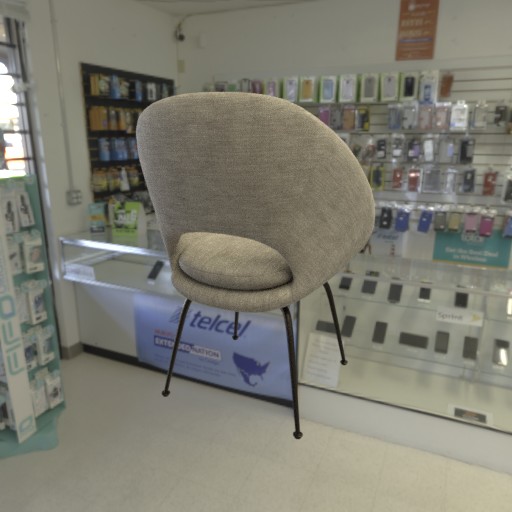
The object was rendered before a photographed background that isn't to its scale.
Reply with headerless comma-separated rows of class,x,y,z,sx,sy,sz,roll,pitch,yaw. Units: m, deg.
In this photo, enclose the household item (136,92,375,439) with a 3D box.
household item,0.000,0.000,1.310,0.643,0.869,0.587,8,17,26
